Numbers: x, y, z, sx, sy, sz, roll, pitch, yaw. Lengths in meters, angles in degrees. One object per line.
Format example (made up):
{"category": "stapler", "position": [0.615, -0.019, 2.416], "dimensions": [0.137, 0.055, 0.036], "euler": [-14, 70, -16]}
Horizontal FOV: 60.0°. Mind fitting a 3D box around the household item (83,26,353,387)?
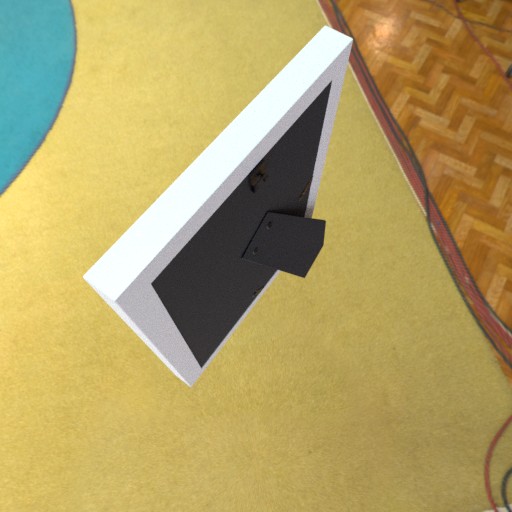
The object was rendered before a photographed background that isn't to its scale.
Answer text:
{"category": "household item", "position": [0.000, 0.000, 0.338], "dimensions": [0.045, 0.250, 0.200], "euler": [34, 70, 14]}
